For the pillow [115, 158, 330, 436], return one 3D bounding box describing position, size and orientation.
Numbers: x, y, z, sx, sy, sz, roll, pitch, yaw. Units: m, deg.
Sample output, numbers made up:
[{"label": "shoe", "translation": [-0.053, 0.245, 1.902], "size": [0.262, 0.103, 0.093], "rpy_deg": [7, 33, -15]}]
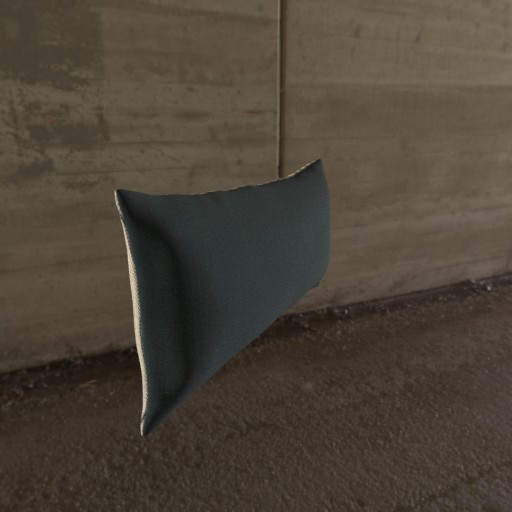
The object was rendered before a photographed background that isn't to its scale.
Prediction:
[{"label": "pillow", "translation": [0.000, 0.000, 0.753], "size": [0.151, 0.305, 0.609], "rpy_deg": [9, 19, 27]}]
